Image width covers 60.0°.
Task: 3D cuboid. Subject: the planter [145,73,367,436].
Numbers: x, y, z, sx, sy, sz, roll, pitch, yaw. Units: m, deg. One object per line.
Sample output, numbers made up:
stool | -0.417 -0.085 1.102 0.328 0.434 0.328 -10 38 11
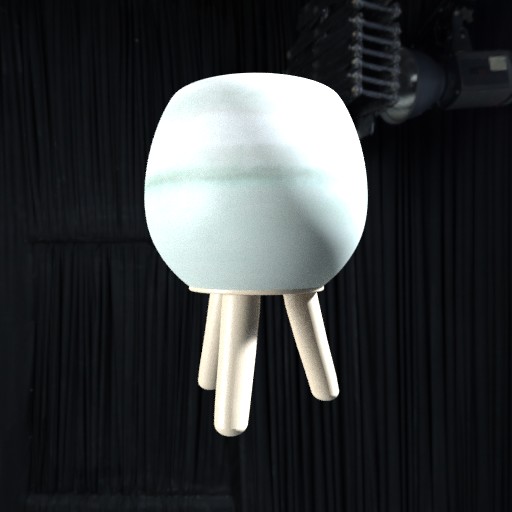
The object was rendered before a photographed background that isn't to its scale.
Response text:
planter | 0.000 0.000 0.331 0.161 0.224 0.161 0 0 0
